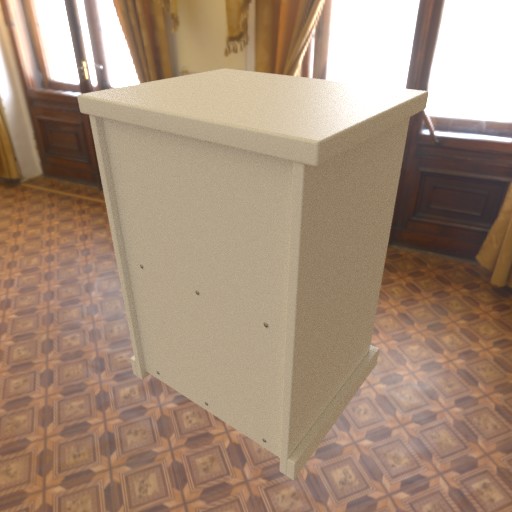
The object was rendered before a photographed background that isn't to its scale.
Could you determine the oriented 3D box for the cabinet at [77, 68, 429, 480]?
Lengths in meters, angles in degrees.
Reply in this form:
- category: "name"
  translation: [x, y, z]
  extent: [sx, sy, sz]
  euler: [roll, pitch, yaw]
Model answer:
- category: "cabinet"
  translation: [0.000, 0.000, 1.029]
  extent: [0.520, 0.723, 0.431]
  euler: [21, 36, 31]
